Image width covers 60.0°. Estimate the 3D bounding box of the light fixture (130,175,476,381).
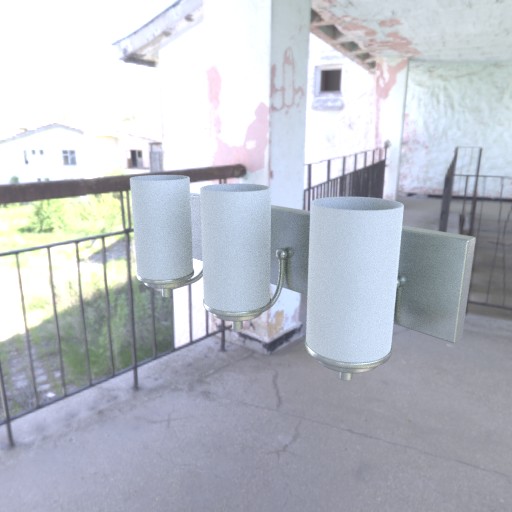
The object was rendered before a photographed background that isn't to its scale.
[{"bbox_3d":[0.000,0.000,0.541,0.145,0.172,0.451,-15,21,-42],"label":"light fixture"}]
